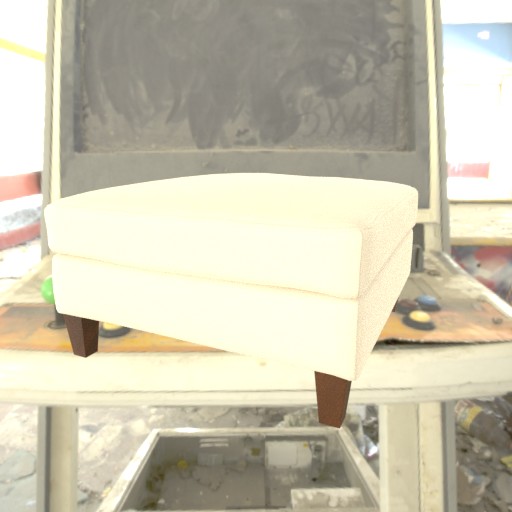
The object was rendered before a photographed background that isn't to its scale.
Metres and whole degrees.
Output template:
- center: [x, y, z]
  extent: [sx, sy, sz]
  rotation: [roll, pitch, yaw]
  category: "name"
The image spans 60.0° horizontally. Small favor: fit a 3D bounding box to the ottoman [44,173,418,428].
- center: [0.000, 0.000, 1.359]
  extent: [0.838, 0.479, 0.838]
  rotation: [7, 16, 25]
  category: "ottoman"
